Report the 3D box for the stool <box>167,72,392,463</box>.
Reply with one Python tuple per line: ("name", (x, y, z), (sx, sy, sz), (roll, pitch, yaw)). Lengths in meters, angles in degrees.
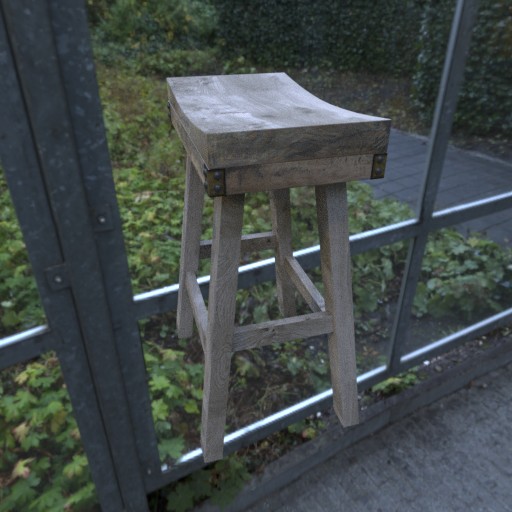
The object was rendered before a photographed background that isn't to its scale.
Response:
("stool", (0.000, 0.000, 0.911), (0.330, 0.635, 0.450), (-8, 32, -14))
